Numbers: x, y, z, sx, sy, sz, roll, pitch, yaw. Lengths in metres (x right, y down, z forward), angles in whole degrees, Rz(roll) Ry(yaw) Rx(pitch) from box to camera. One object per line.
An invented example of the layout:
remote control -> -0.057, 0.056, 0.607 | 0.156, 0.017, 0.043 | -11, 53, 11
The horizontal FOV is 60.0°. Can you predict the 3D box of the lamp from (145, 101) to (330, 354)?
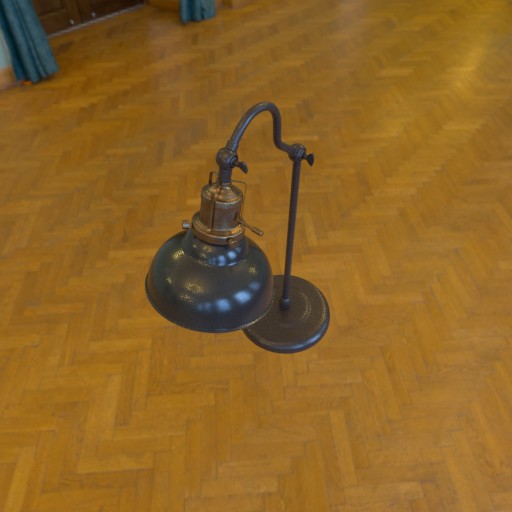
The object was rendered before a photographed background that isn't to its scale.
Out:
lamp -> 0.000, 0.000, 0.693 | 0.192, 0.508, 0.374 | 32, 55, 26
